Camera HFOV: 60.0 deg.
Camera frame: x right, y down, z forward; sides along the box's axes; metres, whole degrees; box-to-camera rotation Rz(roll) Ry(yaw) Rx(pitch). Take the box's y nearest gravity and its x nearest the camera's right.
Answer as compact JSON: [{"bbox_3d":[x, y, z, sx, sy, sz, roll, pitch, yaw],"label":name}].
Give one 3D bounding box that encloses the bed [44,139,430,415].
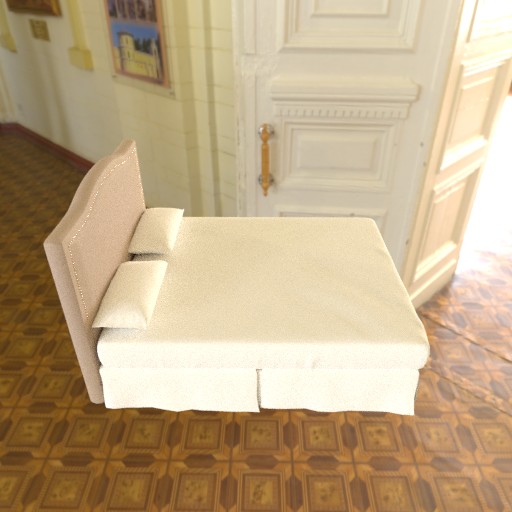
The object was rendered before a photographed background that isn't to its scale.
[{"bbox_3d":[0.000,0.000,3.420,2.282,1.436,1.821,0,33,0],"label":"bed"}]
